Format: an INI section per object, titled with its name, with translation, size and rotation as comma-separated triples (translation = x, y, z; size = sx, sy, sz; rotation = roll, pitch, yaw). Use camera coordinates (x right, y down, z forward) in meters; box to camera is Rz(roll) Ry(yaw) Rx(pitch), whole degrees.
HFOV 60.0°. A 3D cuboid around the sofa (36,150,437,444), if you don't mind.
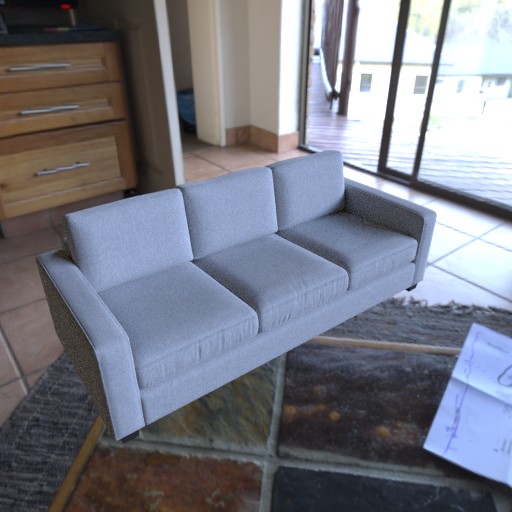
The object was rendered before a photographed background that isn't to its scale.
[sofa]
translation = 0.000, 0.000, 2.532
size = 2.120, 0.800, 0.900
rotation = -20, 35, -31
